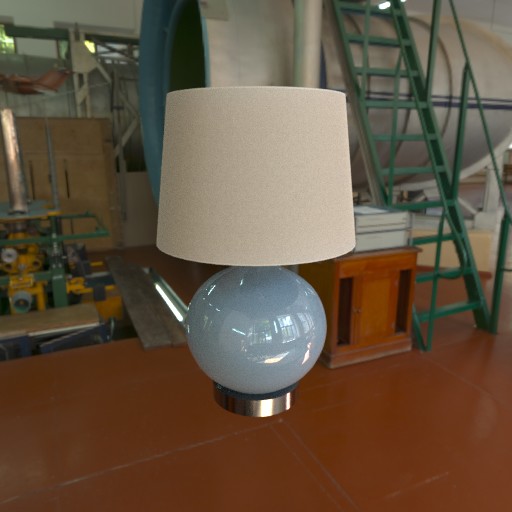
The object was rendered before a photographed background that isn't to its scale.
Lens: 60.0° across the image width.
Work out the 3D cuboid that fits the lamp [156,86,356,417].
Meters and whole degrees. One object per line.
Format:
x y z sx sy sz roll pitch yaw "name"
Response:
0.000 0.000 0.567 0.247 0.387 0.247 0 15 0 "lamp"
